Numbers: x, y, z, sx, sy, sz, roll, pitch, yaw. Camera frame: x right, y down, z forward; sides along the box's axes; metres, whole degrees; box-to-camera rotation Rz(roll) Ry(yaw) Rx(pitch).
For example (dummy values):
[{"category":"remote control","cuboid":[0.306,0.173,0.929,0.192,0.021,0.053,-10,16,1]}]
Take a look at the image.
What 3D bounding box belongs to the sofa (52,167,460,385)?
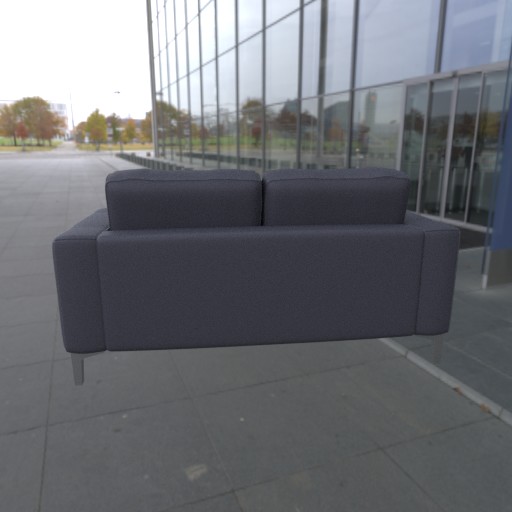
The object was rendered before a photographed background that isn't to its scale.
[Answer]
[{"category":"sofa","cuboid":[0.000,0.000,2.238,1.726,0.893,0.833,-2,15,-7]}]
